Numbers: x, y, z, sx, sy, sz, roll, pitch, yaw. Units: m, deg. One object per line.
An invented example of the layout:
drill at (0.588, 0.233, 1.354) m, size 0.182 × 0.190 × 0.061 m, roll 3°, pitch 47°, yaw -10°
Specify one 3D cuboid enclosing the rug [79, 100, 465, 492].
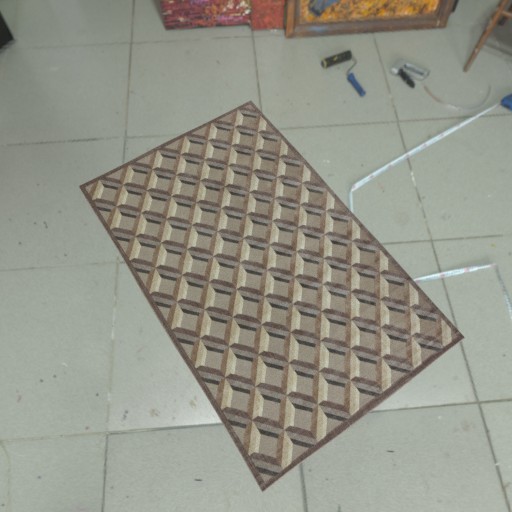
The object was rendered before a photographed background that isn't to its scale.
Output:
rug at (0.000, 0.000, 2.095) m, size 1.066 × 0.011 × 1.677 m, roll -31°, pitch 68°, yaw -14°
